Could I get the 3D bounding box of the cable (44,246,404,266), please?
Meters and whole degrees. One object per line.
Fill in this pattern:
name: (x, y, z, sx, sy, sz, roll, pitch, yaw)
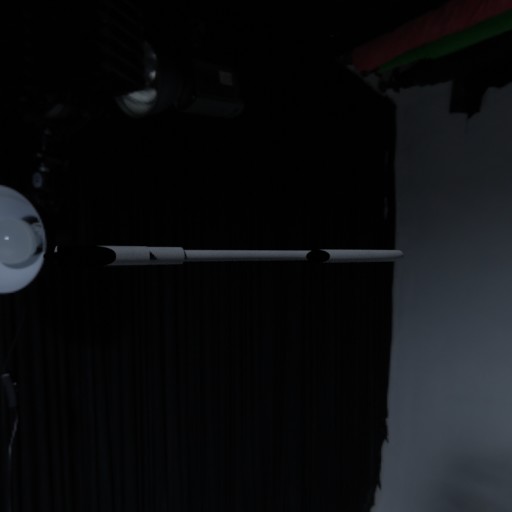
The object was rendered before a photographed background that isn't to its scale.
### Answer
cable: (0.000, 0.000, 0.110, 0.098, 0.005, 0.041, 0, 0, -35)
